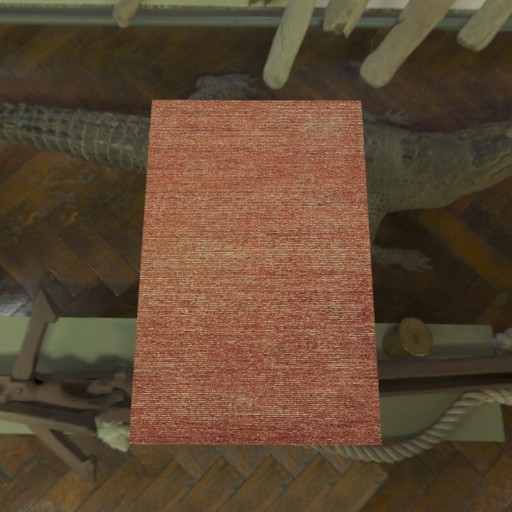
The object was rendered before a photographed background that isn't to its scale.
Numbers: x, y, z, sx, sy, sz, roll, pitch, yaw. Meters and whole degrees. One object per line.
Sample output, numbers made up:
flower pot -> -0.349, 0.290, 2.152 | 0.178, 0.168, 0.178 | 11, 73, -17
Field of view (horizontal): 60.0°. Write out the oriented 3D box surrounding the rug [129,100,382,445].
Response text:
rug -> 0.000, 0.000, 2.203 | 1.139, 0.011, 1.747 | 0, 76, 0
